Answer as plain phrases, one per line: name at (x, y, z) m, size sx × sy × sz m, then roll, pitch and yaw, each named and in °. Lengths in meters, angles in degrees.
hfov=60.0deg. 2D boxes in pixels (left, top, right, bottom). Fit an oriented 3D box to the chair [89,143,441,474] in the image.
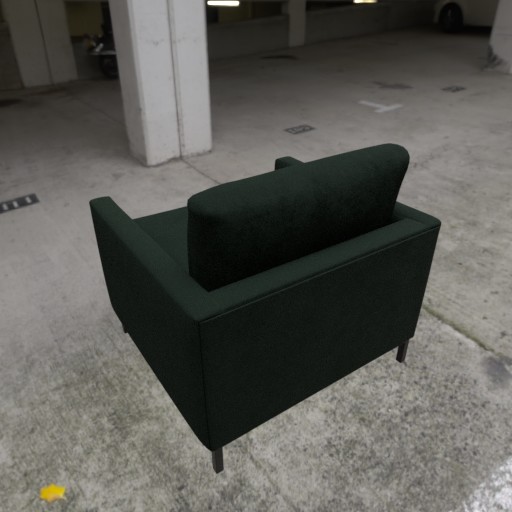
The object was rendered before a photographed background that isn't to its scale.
chair at (0.000, 0.000, 1.653) m, size 0.963 × 0.861 × 0.866 m, roll -19°, pitch 35°, yaw -29°
